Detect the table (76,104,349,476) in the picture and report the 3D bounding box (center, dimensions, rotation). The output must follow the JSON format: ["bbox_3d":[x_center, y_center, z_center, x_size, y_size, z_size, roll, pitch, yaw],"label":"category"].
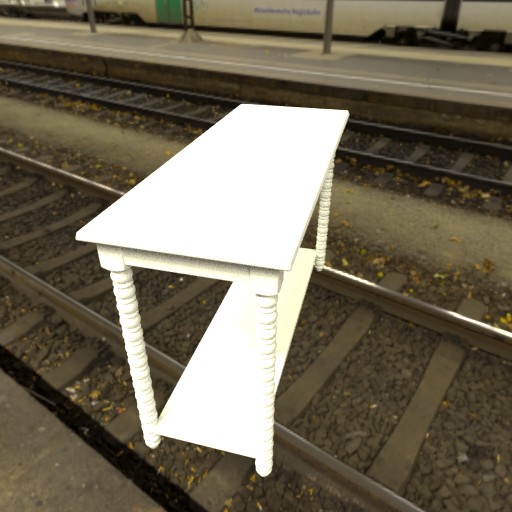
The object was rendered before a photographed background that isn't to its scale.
[{"bbox_3d":[0.000,0.000,1.530,0.459,0.740,1.184,8,32,13],"label":"table"}]
